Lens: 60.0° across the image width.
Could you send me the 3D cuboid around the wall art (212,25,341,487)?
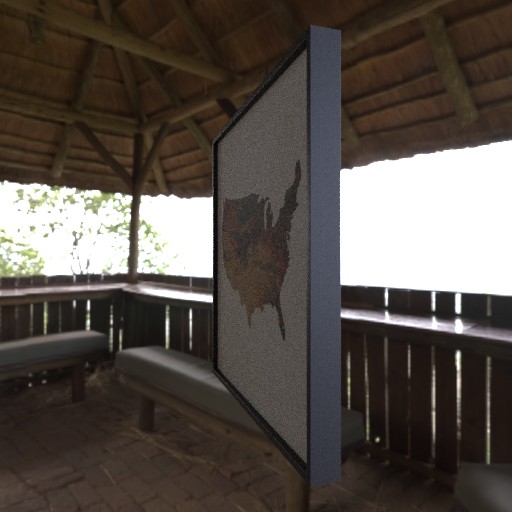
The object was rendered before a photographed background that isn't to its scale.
[{"bbox_3d":[0.000,0.000,0.733,0.038,0.507,0.507,0,0,-18],"label":"wall art"}]
